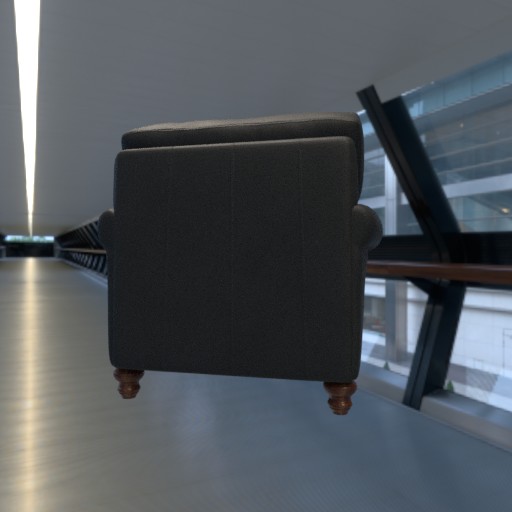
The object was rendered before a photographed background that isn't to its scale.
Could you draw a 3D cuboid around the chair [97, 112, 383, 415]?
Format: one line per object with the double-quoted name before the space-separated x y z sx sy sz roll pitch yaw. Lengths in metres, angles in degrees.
"chair" 0.000 0.000 1.826 1.015 0.960 1.027 0 0 17
